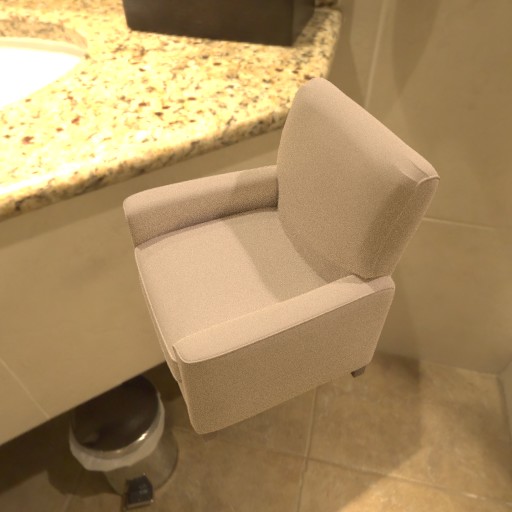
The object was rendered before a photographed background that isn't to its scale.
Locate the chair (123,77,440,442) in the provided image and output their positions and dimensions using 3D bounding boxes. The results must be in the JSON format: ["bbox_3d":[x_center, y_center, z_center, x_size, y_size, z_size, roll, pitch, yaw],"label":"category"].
[{"bbox_3d":[0.000,0.000,1.668,0.858,1.028,0.841,-18,49,-16],"label":"chair"}]
